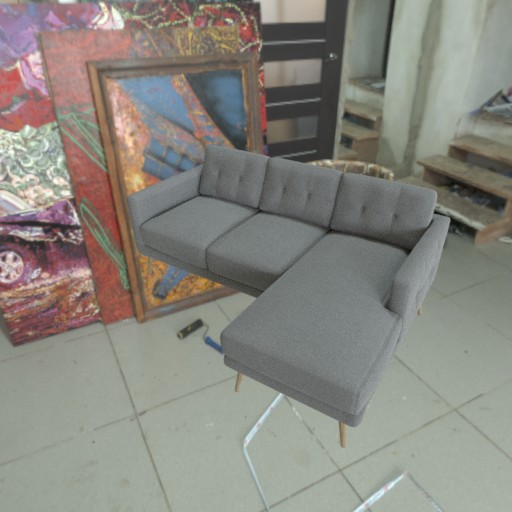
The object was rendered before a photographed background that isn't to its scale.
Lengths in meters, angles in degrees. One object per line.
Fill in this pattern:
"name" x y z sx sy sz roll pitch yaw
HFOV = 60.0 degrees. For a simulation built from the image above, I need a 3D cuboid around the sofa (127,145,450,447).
"sofa" 0.000 0.000 2.859 2.040 0.860 1.530 18 35 28
